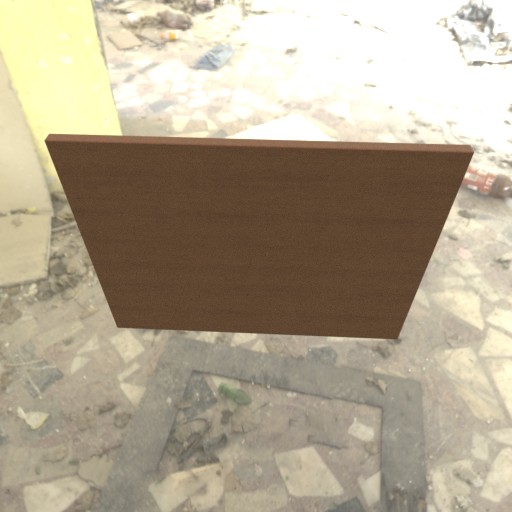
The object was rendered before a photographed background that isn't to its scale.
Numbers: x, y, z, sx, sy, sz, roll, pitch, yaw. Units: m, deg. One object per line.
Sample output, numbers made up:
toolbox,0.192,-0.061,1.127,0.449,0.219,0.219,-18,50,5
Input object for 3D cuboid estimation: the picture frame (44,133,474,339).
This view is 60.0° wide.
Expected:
picture frame,0.000,0.000,1.748,1.329,1.018,0.045,2,46,2
